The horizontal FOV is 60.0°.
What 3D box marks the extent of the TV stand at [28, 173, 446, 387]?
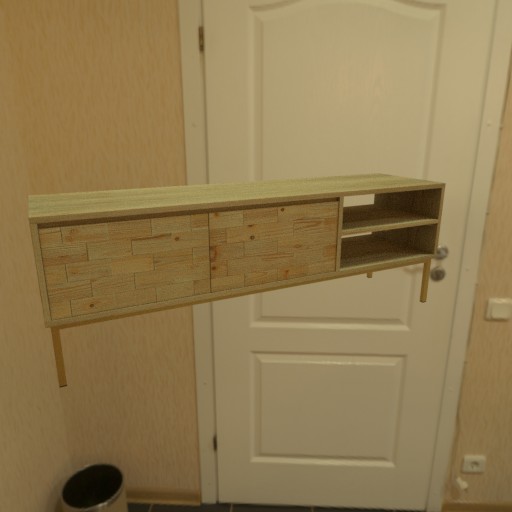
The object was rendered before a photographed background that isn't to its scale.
[{"bbox_3d":[0.000,0.000,1.816,1.600,0.550,0.420,-8,19,-25],"label":"TV stand"}]
